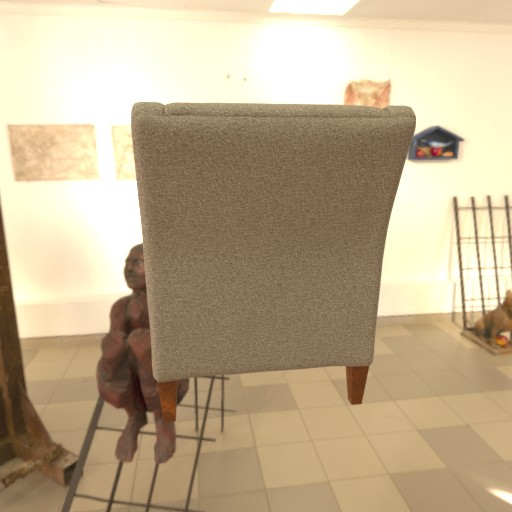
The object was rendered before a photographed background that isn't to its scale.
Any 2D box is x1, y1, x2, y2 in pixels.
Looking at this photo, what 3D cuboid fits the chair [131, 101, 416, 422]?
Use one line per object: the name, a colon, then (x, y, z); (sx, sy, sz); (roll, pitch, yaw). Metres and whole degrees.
chair: (0.000, 0.000, 1.652); (0.774, 1.016, 0.870); (-2, 14, -9)
